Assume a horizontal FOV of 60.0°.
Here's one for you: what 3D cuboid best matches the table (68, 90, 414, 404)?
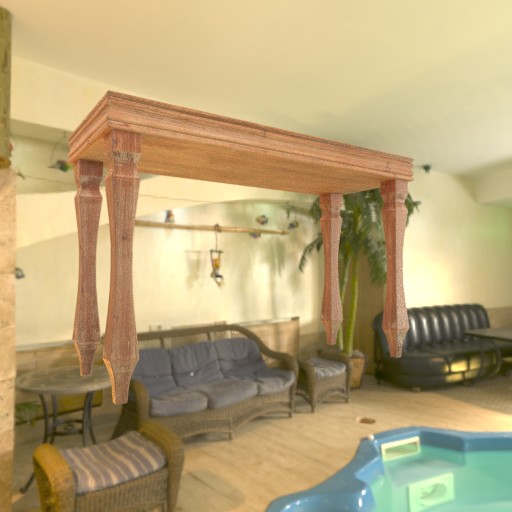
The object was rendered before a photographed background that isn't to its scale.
[{"bbox_3d":[0.000,0.000,1.786,1.330,0.873,0.522,1,-2,-34],"label":"table"}]
